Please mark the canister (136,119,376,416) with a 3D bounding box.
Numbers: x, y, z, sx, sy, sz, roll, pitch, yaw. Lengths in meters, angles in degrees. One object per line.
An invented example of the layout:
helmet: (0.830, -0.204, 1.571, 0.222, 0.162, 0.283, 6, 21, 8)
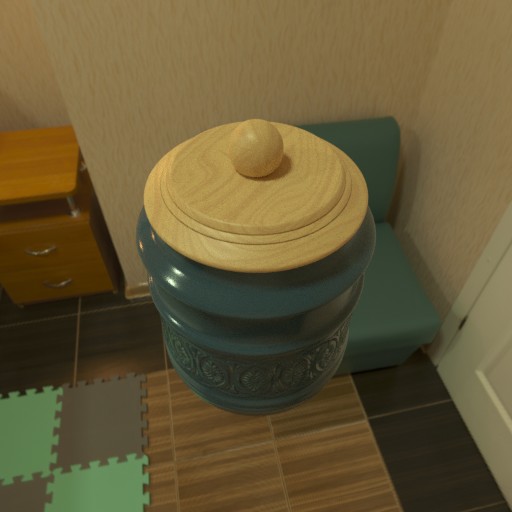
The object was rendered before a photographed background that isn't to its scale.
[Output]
canister: (0.000, 0.000, 0.265, 0.130, 0.176, 0.130, 0, 48, 0)
